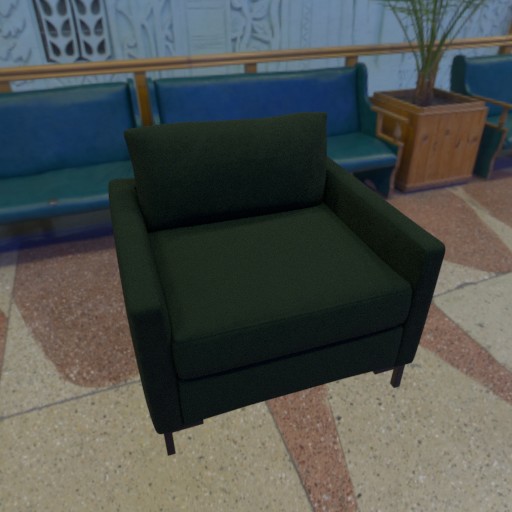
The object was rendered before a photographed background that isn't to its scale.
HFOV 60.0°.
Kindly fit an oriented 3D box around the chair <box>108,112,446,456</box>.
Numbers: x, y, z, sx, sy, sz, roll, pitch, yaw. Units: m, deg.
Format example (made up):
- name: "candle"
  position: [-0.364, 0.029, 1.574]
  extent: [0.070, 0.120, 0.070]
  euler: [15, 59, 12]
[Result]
- name: "chair"
  position: [0.000, 0.000, 1.628]
  extent: [0.963, 0.861, 0.866]
  euler: [-11, 35, -16]
